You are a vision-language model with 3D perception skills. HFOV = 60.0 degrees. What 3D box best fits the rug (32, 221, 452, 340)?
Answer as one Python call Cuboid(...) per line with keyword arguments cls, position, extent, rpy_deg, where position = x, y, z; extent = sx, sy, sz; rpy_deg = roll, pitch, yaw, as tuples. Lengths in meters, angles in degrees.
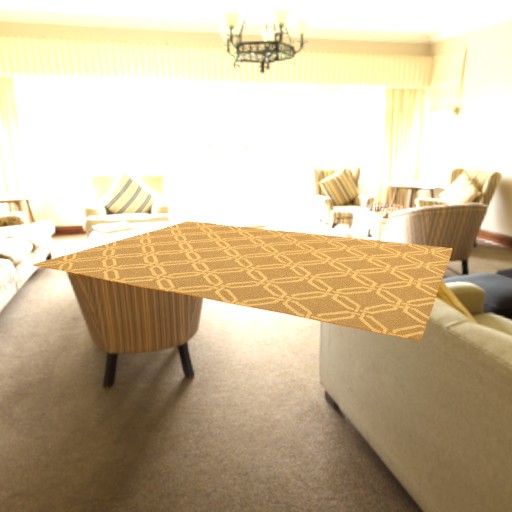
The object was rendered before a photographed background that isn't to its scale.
Cuboid(cls="rug", position=(0.000, 0.000, 2.725), extent=(2.135, 0.013, 1.524), rpy_deg=(8, 17, 26))
